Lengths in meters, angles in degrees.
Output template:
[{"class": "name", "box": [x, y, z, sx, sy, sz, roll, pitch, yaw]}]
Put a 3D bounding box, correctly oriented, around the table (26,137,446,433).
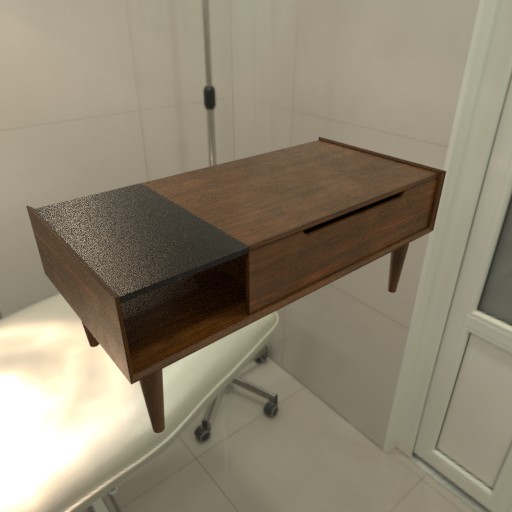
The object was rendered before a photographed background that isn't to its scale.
[{"class": "table", "box": [0.000, 0.000, 1.540, 1.221, 0.508, 0.610, -22, 36, -34]}]
